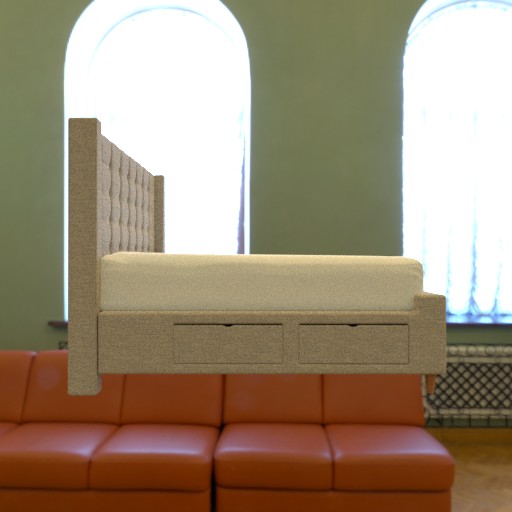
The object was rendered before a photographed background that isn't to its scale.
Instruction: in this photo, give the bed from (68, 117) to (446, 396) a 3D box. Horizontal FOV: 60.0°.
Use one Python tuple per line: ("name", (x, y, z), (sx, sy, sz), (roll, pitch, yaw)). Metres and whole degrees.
("bed", (0.000, 0.000, 3.770), (2.372, 1.748, 2.044), (0, 0, 0))
